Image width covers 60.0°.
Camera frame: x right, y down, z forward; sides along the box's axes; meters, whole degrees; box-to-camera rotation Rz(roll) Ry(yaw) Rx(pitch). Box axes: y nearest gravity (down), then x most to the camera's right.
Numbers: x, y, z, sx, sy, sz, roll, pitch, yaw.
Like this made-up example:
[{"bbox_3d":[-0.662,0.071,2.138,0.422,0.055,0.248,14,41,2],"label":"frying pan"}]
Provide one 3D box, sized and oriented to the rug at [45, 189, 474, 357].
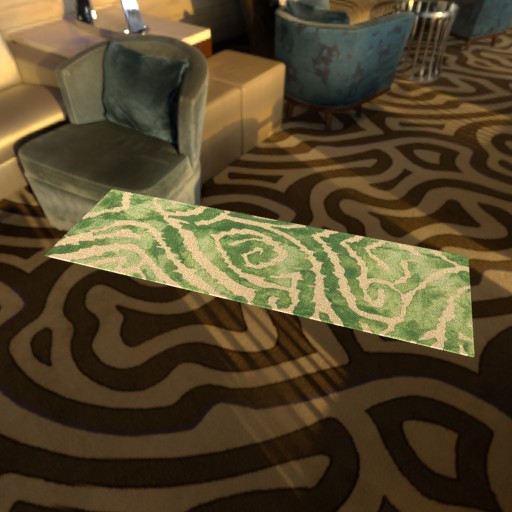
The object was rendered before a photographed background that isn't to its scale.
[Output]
[{"bbox_3d":[0.000,0.000,2.674,2.438,0.006,0.761,12,43,13],"label":"rug"}]
